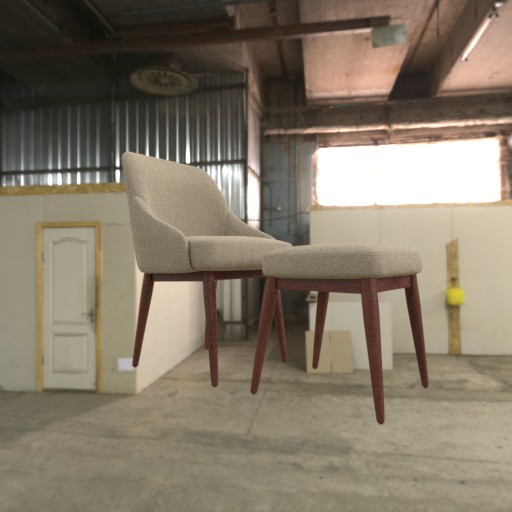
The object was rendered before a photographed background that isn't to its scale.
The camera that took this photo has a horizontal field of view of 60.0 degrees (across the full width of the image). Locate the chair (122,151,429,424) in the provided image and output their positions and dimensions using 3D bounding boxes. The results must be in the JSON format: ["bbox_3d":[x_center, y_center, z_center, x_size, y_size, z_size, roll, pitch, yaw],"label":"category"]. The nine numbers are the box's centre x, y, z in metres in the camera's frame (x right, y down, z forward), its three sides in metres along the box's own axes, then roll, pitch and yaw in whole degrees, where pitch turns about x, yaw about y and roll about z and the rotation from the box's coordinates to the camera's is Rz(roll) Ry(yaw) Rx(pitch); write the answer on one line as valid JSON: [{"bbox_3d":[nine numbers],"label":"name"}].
[{"bbox_3d":[0.000,0.000,1.625,1.114,0.866,0.584,0,0,37],"label":"chair"}]
